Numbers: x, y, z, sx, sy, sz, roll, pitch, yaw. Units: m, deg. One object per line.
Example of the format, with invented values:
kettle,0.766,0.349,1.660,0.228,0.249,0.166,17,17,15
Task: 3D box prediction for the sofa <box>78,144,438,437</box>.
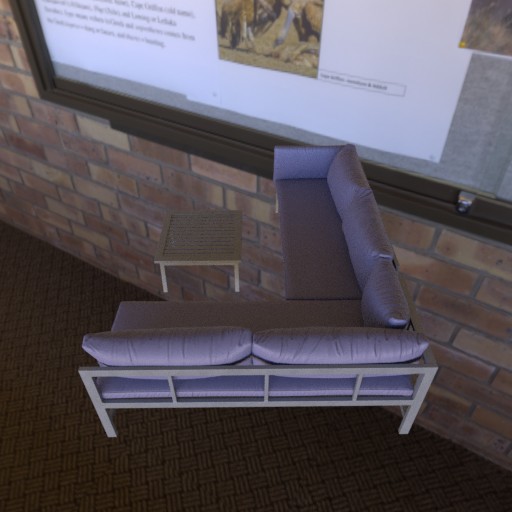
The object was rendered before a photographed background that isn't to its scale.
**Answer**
sofa,0.000,0.000,3.008,1.658,0.762,2.149,0,41,0
